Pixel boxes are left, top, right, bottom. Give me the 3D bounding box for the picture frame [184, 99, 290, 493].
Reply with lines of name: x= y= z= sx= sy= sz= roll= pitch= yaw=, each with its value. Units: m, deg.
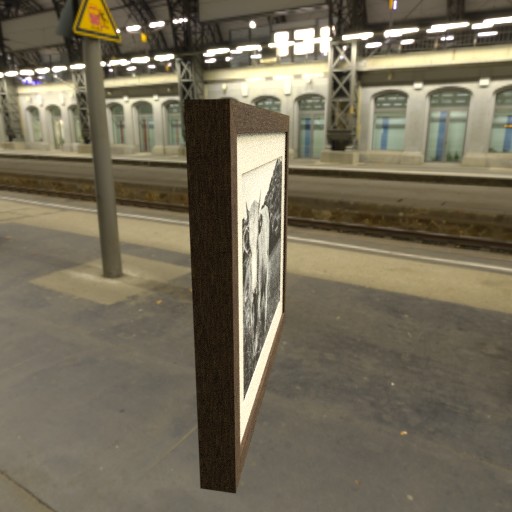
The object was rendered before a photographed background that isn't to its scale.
picture frame: x=0.000 y=0.000 z=0.529 sx=0.033 sy=0.330 sz=0.378 roll=3 pitch=16 yaw=10
